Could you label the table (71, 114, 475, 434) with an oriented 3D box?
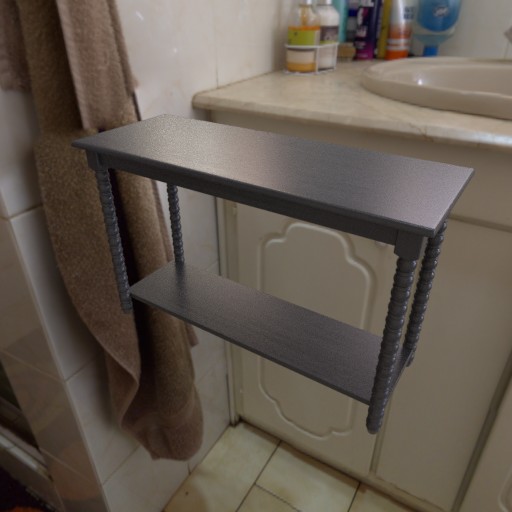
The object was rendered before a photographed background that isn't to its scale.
[{"bbox_3d":[0.000,0.000,1.549,1.184,0.735,0.459,19,36,28],"label":"table"}]
